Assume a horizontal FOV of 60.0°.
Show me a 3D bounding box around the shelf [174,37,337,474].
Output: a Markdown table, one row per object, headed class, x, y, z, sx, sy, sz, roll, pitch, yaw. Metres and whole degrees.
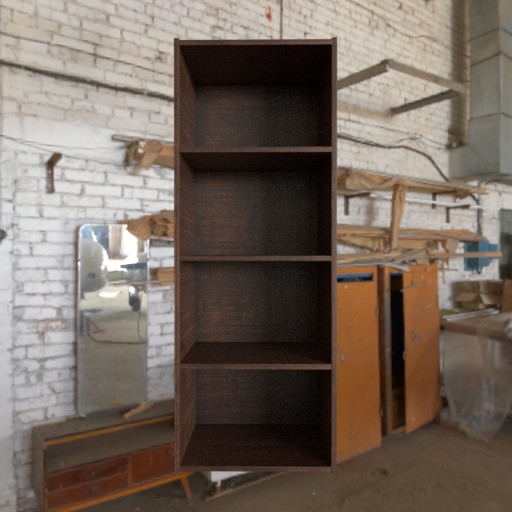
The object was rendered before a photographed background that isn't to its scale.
| class | x | y | z | sx | sy | sz | roll | pitch | yaw |
| --- | --- | --- | --- | --- | --- | --- | --- | --- | --- |
| shelf | 0.000 | 0.000 | 1.262 | 0.415 | 1.099 | 0.290 | 0 | 1 | 1 |
